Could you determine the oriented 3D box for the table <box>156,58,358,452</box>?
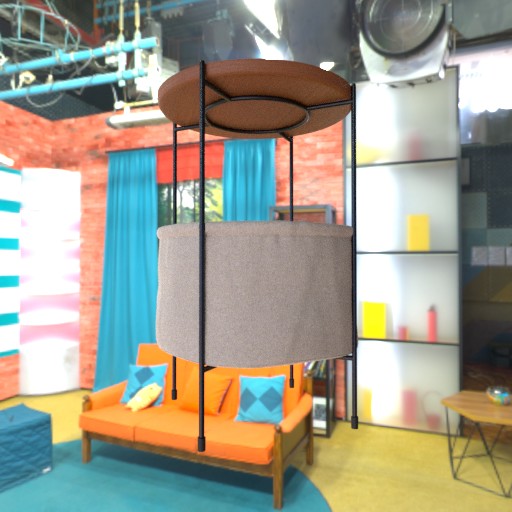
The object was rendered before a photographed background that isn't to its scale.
[{"bbox_3d":[0.000,0.000,0.887,0.393,0.623,0.393,0,-1,-19],"label":"table"}]
